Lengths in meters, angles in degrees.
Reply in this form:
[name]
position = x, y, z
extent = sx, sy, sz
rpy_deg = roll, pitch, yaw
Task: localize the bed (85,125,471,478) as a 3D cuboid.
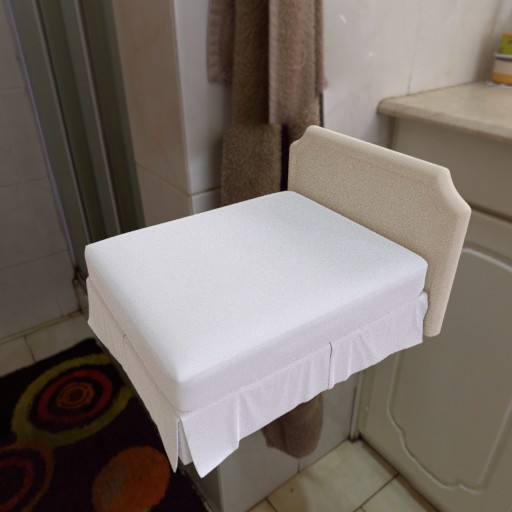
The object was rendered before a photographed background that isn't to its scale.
[bed]
position = 0.000, 0.000, 3.211
extent = 2.209, 1.296, 1.827
rpy_deg = -19, 36, -29
